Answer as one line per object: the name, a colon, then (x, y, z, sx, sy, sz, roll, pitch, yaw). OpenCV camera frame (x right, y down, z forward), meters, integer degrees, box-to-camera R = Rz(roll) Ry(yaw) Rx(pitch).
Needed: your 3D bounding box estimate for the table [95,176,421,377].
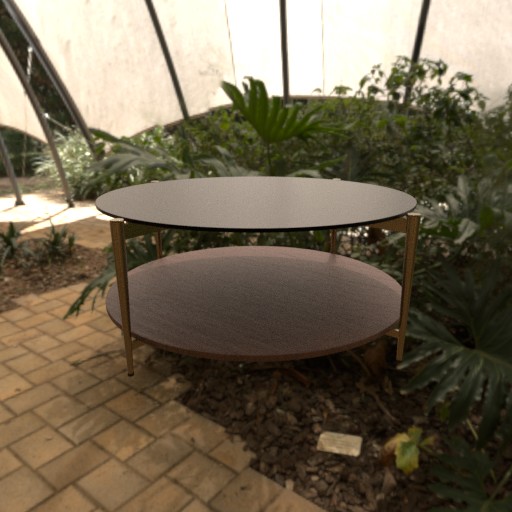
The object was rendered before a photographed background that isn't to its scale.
table: (0.000, 0.000, 1.425, 0.938, 0.400, 0.938, 3, 17, 9)
